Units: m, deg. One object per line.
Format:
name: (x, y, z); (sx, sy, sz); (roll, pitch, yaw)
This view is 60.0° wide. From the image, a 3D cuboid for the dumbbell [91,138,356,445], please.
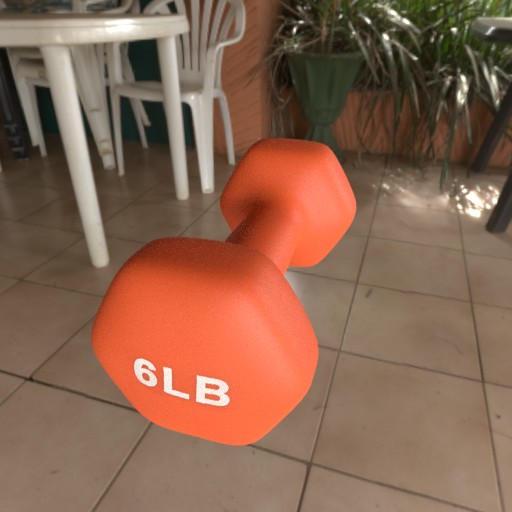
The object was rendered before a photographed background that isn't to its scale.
dumbbell: (0.000, 0.000, 0.203); (0.079, 0.071, 0.162); (9, 31, 15)
